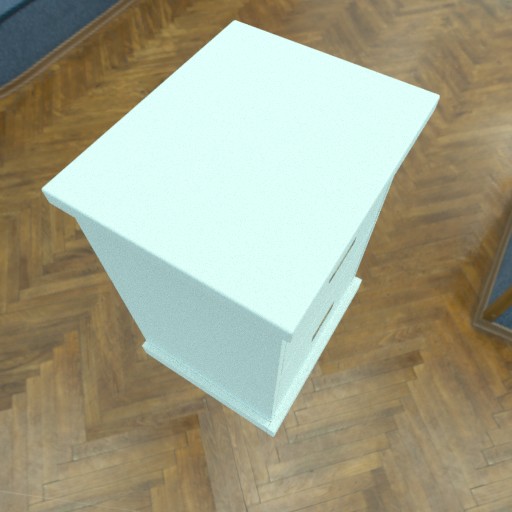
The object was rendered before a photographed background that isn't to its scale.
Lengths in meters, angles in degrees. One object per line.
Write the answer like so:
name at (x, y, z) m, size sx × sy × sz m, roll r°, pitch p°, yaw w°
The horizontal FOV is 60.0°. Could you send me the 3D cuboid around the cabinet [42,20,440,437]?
cabinet at (0.000, 0.000, 1.020) m, size 0.431 × 0.723 × 0.520 m, roll 28°, pitch 62°, yaw 16°
